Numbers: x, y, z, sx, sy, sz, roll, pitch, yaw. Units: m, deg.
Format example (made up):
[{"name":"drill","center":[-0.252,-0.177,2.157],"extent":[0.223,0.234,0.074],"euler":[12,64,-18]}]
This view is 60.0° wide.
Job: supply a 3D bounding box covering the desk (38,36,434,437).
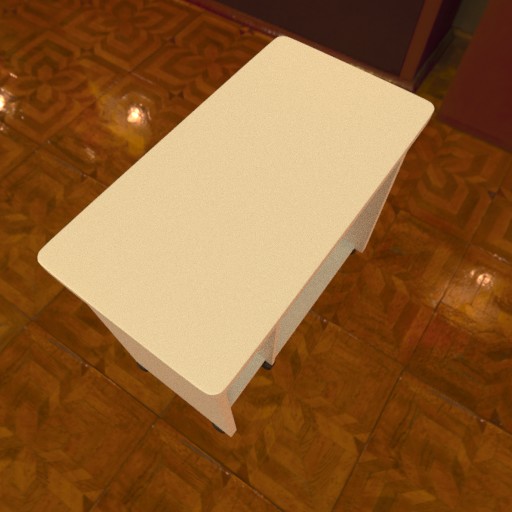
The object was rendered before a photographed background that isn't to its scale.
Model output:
[{"name":"desk","center":[0.000,0.000,1.321],"extent":[0.475,0.763,0.877],"euler":[33,66,17]}]
